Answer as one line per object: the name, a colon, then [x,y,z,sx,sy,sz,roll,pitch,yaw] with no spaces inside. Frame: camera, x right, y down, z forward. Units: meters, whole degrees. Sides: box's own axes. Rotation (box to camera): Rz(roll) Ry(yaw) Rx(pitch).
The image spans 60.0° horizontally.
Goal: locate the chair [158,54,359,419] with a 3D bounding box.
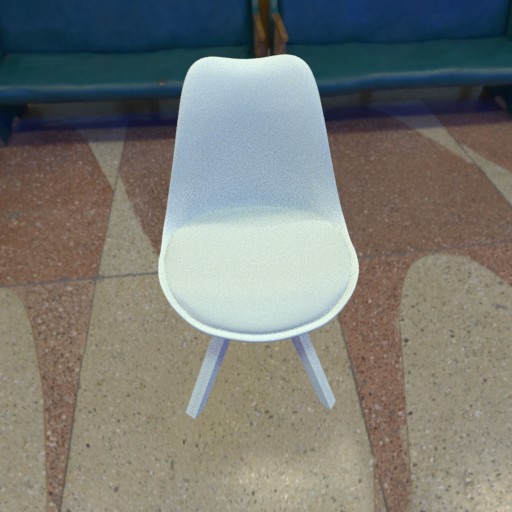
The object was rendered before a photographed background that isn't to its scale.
chair: [0.000,0.000,1.187,0.485,0.850,0.550,-3,46,-3]
